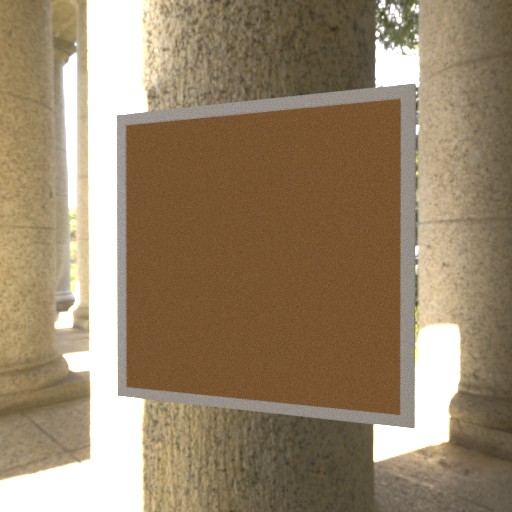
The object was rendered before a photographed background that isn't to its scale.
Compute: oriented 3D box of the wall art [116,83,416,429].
[{"bbox_3d":[0.000,0.000,0.453,0.305,0.305,0.037,0,0,17],"label":"wall art"}]
